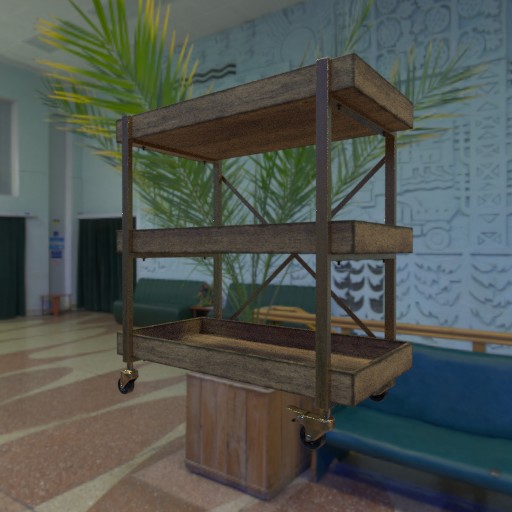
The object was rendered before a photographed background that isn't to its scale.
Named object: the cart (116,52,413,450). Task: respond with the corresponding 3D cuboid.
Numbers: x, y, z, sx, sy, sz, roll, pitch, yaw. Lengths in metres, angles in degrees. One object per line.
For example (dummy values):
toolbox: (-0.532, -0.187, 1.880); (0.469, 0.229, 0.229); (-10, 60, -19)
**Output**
cart: (0.000, 0.000, 1.235); (0.750, 0.799, 0.416); (0, 1, 36)
